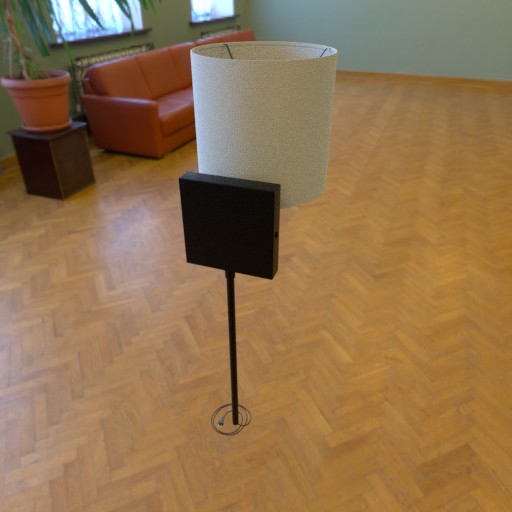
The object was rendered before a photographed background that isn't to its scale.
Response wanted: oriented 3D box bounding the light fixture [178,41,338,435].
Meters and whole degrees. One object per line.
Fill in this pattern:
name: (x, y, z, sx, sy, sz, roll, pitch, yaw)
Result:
light fixture: (0.000, 0.000, 0.701, 0.188, 0.589, 0.248, 11, 33, 17)
